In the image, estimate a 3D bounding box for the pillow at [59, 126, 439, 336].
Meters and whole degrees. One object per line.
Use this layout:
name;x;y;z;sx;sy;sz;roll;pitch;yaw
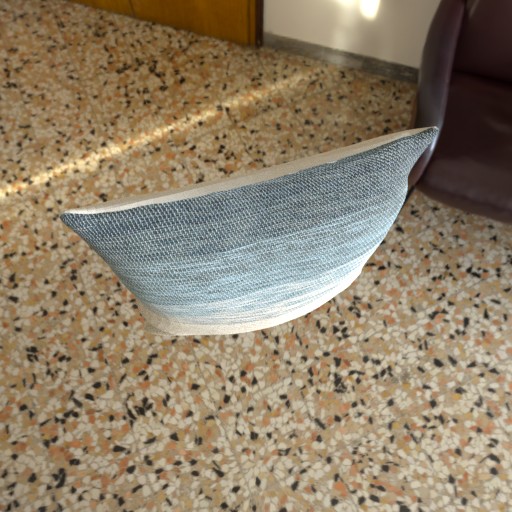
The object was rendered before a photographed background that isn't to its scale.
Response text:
pillow;0.000;0.000;0.671;0.440;0.441;0.182;-15;66;-7
